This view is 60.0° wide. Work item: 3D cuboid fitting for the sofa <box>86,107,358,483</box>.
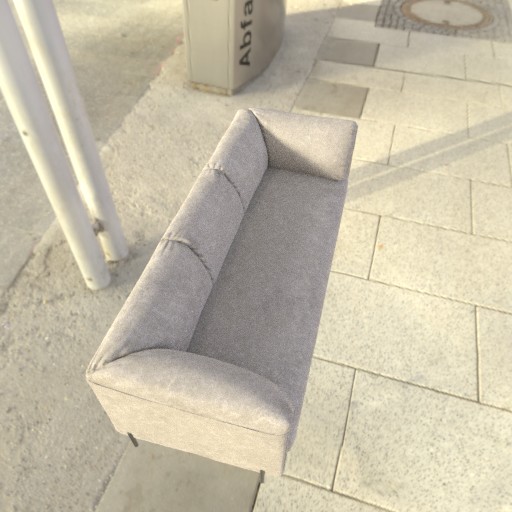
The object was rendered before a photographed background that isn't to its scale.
[{"bbox_3d":[0.000,0.000,2.659,0.899,0.758,2.238,11,48,10],"label":"sofa"}]
